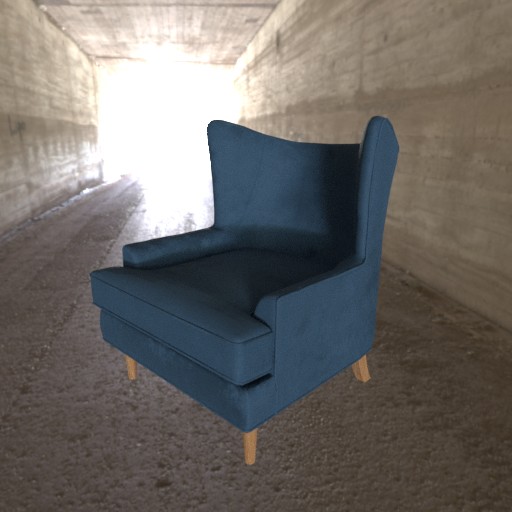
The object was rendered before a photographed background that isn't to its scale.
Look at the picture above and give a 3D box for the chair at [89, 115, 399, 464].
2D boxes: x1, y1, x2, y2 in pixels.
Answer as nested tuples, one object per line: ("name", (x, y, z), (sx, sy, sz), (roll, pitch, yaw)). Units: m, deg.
("chair", (0.000, 0.000, 1.589), (0.793, 0.952, 0.910), (15, 22, 42))
